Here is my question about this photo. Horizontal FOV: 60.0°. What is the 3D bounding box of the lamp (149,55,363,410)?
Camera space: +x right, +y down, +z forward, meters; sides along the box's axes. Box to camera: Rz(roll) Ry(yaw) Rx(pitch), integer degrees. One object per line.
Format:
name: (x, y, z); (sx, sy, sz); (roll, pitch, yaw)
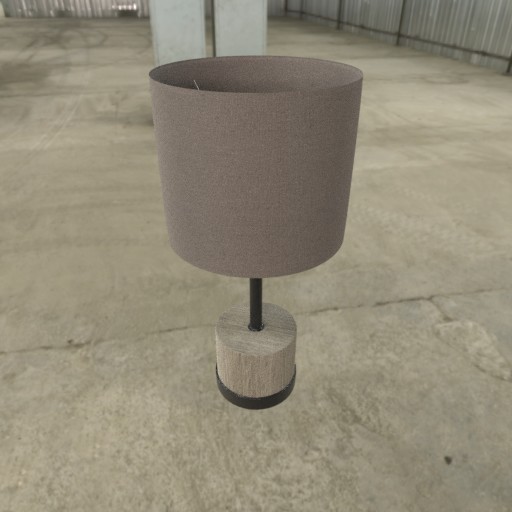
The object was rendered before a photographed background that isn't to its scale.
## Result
lamp: (0.000, 0.000, 0.601); (0.229, 0.470, 0.229); (8, 33, 13)
